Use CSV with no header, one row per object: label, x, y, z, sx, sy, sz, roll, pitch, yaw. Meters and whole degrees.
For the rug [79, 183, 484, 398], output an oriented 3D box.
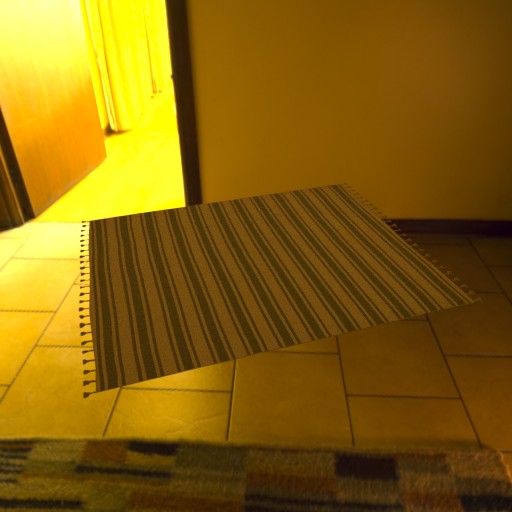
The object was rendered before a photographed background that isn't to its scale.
rug,0.000,0.000,4.219,3.201,0.005,2.439,-10,35,-15
